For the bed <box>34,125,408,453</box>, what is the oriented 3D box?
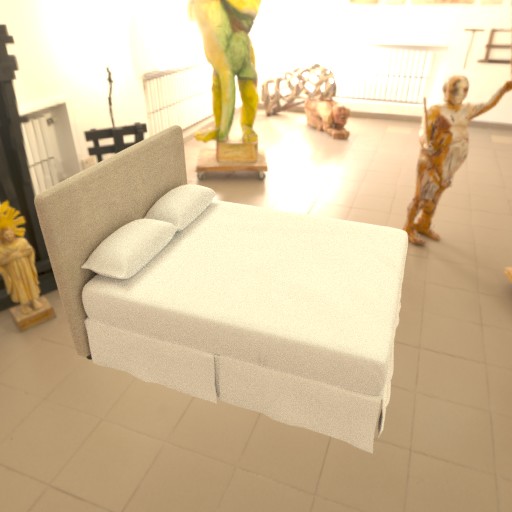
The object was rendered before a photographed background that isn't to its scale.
[{"bbox_3d":[0.000,0.000,3.228,2.162,1.330,1.713,11,33,17],"label":"bed"}]
